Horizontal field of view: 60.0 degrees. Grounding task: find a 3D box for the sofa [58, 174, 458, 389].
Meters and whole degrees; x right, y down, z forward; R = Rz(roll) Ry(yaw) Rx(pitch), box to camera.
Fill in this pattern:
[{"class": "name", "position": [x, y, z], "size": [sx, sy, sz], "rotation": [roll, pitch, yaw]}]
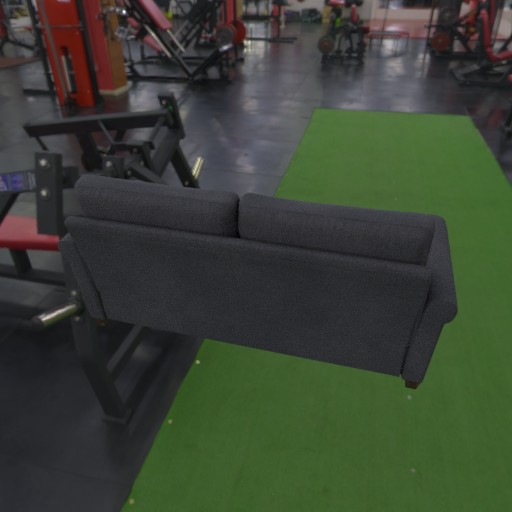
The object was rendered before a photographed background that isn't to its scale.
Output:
[{"class": "sofa", "position": [0.000, 0.000, 2.377], "size": [1.935, 0.942, 0.842], "rotation": [9, 33, 13]}]
